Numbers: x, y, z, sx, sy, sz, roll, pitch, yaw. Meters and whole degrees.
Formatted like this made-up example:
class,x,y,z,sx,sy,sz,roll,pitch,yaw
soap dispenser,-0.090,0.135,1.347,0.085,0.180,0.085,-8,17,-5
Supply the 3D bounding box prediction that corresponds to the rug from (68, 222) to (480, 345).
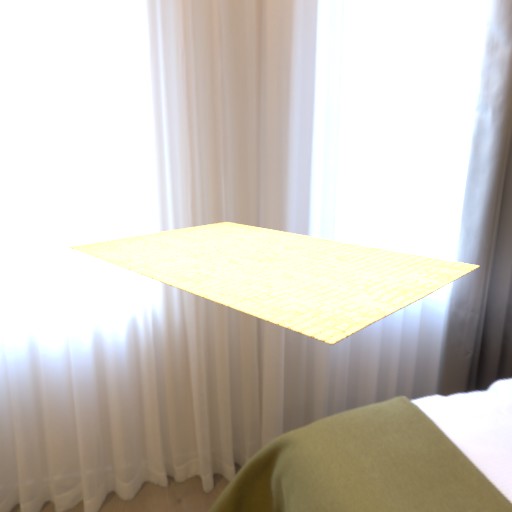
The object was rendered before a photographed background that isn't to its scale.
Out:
class,x,y,z,sx,sy,sz,roll,pitch,yaw
rug,0.000,0.000,2.319,1.827,0.007,1.211,13,19,43
